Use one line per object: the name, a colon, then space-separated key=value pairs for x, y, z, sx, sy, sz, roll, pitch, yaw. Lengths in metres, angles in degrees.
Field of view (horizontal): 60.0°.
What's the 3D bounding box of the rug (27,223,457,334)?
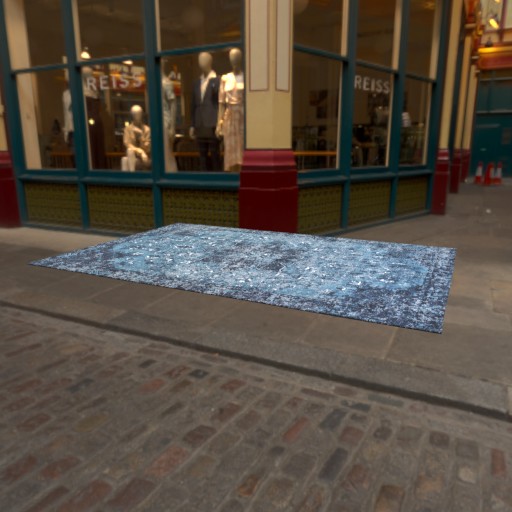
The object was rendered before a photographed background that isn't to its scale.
rug: x=0.000 y=0.000 z=2.251 sx=1.828 sy=0.005 sz=1.219 roll=7 pitch=16 yaw=25
